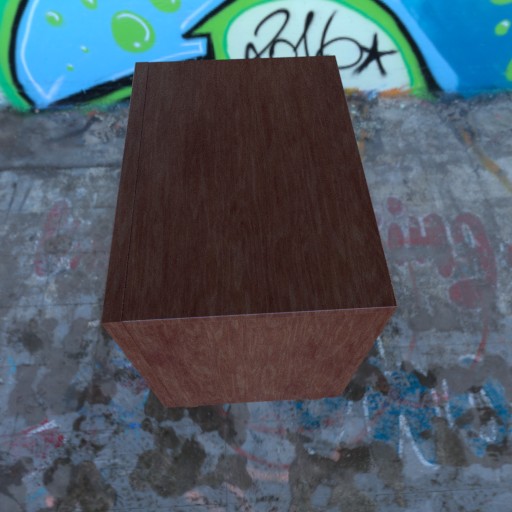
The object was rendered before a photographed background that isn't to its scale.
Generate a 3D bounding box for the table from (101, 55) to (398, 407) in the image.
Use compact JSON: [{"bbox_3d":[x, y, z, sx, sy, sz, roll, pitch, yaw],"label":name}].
[{"bbox_3d":[0.000,0.000,1.002,0.449,0.609,0.557,-3,59,-2],"label":"table"}]
